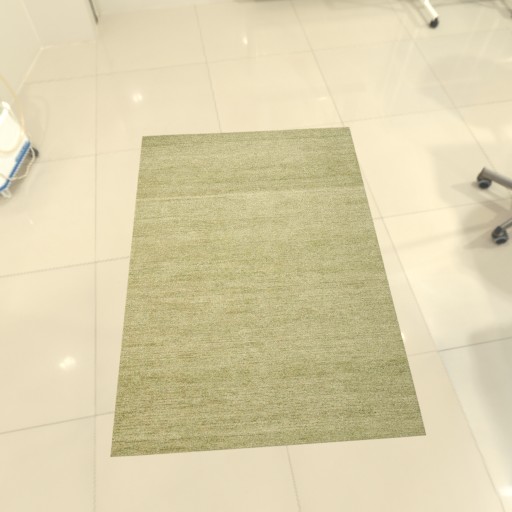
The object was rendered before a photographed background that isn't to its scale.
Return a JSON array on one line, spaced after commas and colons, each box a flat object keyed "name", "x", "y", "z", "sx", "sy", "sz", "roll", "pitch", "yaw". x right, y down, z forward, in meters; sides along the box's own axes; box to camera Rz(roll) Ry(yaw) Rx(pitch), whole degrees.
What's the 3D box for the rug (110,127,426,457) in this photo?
[{"name": "rug", "x": 0.000, "y": 0.000, "z": 2.838, "sx": 1.606, "sy": 0.017, "sz": 2.270, "roll": -3, "pitch": 58, "yaw": -2}]
